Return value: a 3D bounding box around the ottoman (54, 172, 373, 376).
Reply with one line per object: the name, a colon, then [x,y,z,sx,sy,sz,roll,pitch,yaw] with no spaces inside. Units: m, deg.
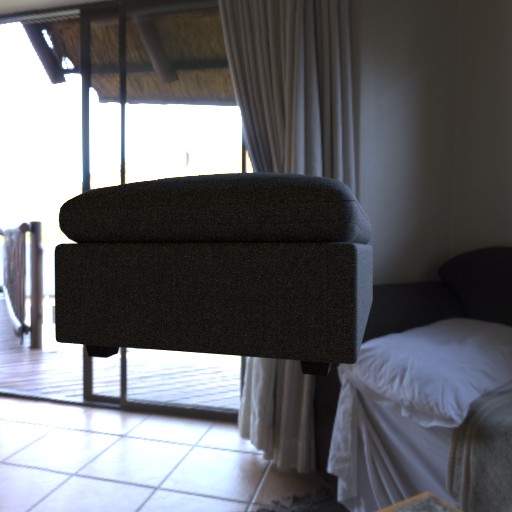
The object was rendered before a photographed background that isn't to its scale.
ottoman: [0.000,0.000,1.450,0.711,0.483,1.041,0,1,16]
